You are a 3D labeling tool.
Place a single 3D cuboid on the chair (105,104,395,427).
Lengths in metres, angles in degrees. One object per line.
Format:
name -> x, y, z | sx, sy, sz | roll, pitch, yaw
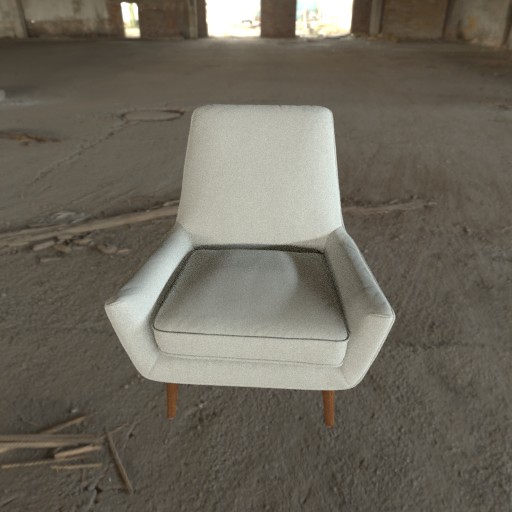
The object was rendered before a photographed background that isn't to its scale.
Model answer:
chair -> 0.000, 0.000, 1.538 | 0.787, 0.888, 0.822 | 2, 29, 3
